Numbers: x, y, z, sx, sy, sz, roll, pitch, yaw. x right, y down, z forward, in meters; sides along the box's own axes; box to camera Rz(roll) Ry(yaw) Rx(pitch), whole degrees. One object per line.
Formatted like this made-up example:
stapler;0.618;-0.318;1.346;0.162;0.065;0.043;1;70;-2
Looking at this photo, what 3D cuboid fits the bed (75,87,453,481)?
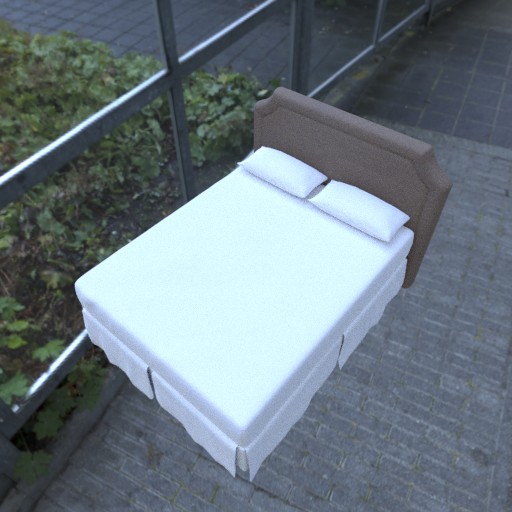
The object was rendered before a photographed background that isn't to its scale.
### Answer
bed;0.000;0.000;3.093;1.693;1.290;2.116;32;55;26
